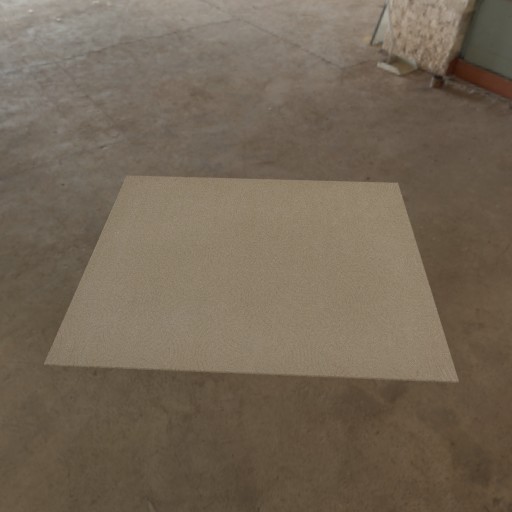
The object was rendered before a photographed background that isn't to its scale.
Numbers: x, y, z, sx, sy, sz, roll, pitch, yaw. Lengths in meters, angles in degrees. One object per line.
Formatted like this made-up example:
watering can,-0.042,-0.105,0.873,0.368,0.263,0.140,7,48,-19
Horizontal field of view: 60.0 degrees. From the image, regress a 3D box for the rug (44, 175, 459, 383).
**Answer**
rug,0.000,0.000,3.484,2.584,0.011,2.073,2,45,2
